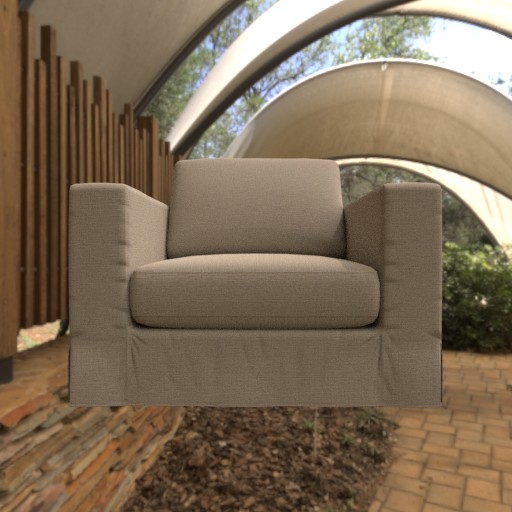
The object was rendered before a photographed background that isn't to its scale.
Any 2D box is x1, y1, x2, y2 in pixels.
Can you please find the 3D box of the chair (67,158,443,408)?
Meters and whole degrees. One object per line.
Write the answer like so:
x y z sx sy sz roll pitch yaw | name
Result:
0.000 0.000 1.765 1.150 0.878 0.957 0 0 1 | chair
